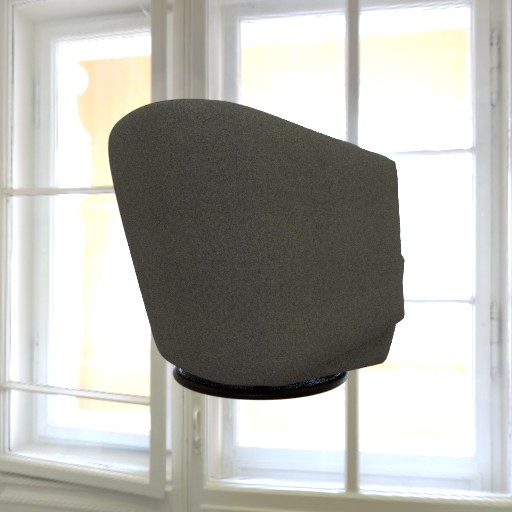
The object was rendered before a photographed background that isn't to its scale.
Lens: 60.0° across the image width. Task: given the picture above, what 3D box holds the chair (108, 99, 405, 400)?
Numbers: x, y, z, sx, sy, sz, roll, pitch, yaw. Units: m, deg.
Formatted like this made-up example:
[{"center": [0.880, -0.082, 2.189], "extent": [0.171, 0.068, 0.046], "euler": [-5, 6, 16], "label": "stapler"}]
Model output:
[{"center": [0.000, 0.000, 1.619], "extent": [0.986, 0.861, 0.822], "euler": [0, 1, -36], "label": "chair"}]
